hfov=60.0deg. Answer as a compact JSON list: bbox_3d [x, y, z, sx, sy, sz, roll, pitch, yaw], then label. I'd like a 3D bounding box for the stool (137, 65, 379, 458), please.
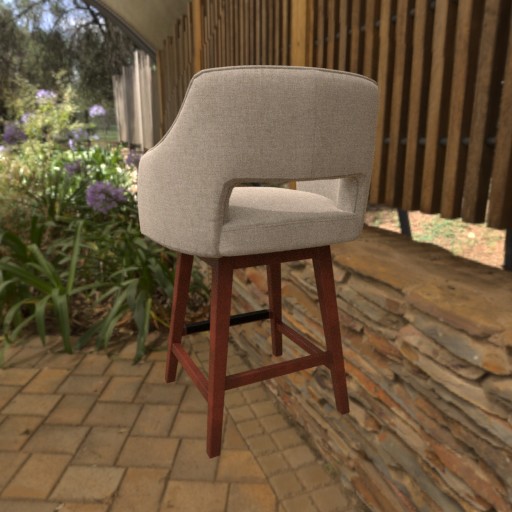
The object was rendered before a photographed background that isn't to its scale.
[{"bbox_3d":[0.000,0.000,1.279,0.599,0.944,0.558,-7,16,-26],"label":"stool"}]
